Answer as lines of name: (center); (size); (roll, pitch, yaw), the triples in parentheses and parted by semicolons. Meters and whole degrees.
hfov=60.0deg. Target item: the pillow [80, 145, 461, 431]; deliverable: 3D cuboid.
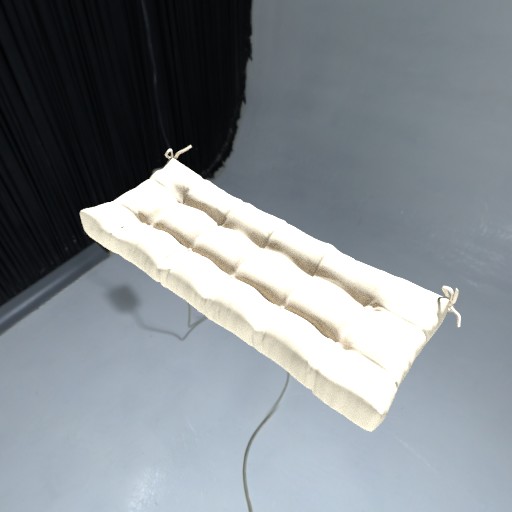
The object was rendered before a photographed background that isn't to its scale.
pillow: (0.000, 0.000, 1.385); (1.194, 0.174, 0.511); (30, 53, 26)
